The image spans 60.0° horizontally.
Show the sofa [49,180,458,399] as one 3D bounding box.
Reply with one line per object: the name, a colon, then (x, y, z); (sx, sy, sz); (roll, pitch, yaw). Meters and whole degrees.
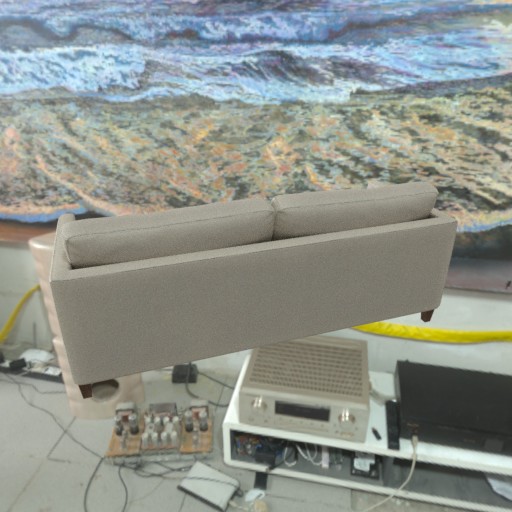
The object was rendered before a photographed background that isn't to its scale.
sofa: (0.000, 0.000, 2.900); (2.361, 0.968, 0.951); (-9, 28, -17)
